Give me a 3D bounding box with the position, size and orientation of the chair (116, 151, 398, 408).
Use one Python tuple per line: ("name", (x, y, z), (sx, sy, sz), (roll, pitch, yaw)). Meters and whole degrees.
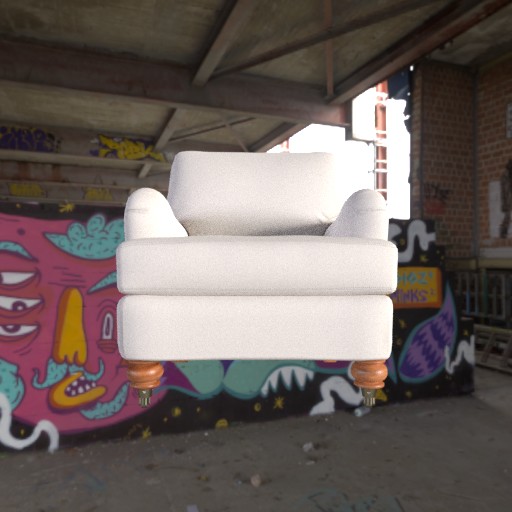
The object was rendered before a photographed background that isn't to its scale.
("chair", (0.000, 0.000, 1.903), (0.955, 1.038, 1.070), (0, -1, 0))
